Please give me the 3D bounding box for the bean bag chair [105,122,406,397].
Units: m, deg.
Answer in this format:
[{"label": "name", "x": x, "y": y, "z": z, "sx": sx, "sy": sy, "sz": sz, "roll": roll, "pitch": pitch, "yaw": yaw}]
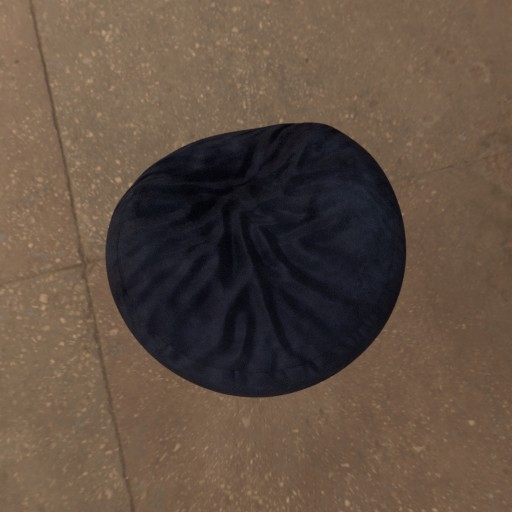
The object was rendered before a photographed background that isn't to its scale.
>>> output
[{"label": "bean bag chair", "x": 0.000, "y": 0.000, "z": 1.504, "sx": 0.918, "sy": 0.616, "sz": 0.918, "roll": 0, "pitch": 76, "yaw": 0}]
